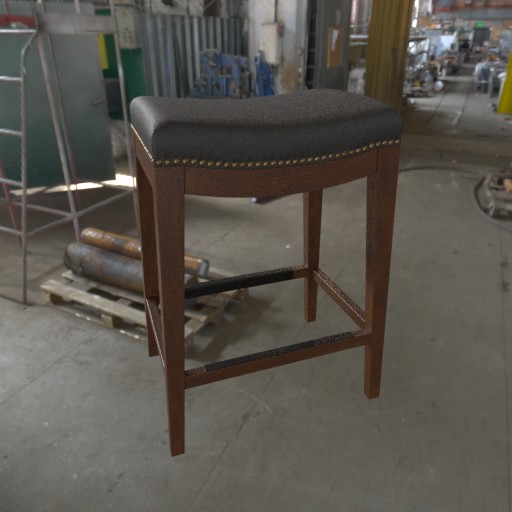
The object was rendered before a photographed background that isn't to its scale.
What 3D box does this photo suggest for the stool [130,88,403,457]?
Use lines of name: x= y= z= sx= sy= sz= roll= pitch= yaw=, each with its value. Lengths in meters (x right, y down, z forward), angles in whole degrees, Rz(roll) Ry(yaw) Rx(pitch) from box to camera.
stool: x=0.000 y=0.000 z=0.971 sx=0.490 sy=0.664 sz=0.353 roll=-9 pitch=28 yaw=-18
